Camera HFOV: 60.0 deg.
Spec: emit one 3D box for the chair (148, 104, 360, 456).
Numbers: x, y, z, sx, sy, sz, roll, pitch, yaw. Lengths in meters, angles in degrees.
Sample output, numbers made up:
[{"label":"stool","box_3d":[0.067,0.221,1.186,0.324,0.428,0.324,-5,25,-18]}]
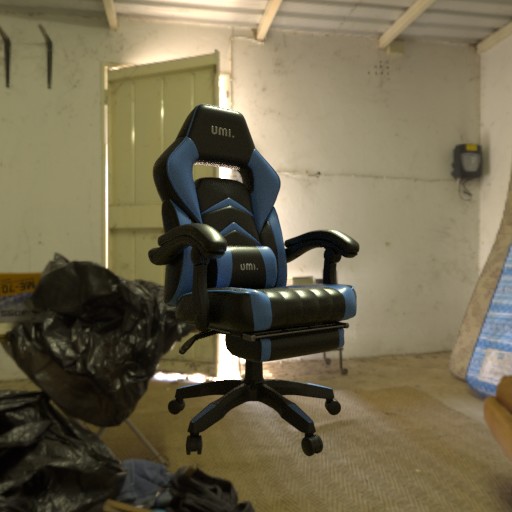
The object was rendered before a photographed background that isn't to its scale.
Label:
[{"label":"chair","box_3d":[0.000,0.000,1.698,0.700,1.280,0.700,0,0,-35]}]
